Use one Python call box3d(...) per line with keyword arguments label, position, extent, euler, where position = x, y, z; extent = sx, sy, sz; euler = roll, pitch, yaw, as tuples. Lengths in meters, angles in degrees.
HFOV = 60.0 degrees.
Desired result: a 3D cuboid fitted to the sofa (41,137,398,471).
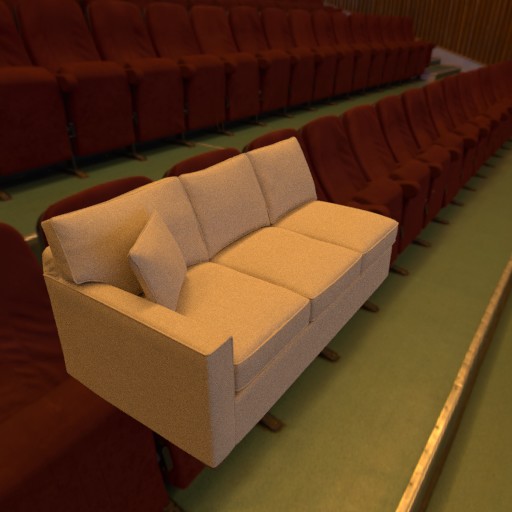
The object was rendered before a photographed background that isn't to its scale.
box3d(label="sofa", position=(0.000, 0.000, 2.538), extent=(1.034, 0.946, 1.962), euler=(18, 32, 31))
